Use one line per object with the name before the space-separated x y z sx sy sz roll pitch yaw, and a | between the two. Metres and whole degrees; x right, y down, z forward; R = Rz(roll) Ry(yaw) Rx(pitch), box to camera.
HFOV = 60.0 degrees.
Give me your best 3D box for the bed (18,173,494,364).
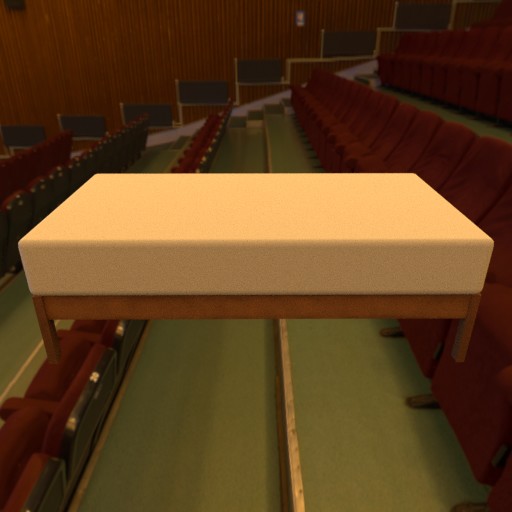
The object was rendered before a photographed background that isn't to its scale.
bed | 0.000 0.000 2.312 1.902 0.616 0.961 0 26 0
